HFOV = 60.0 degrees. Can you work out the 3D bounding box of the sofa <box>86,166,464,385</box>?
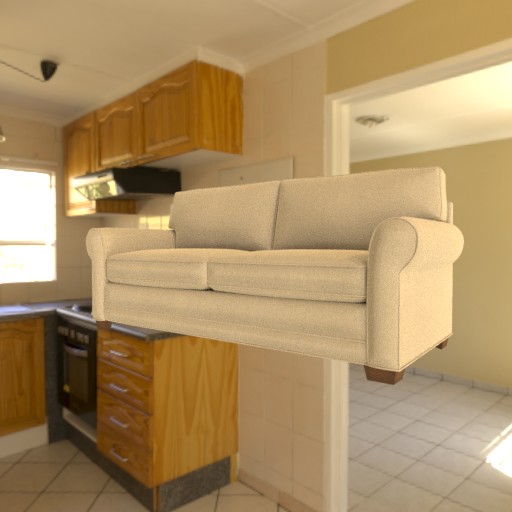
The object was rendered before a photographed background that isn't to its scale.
[{"bbox_3d":[0.000,0.000,2.627,2.146,0.962,0.901,1,2,36],"label":"sofa"}]
